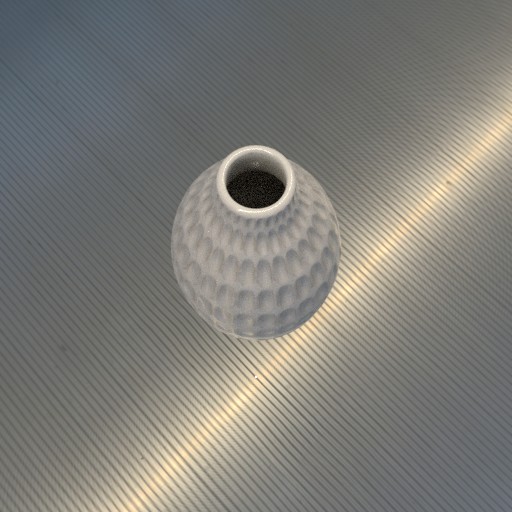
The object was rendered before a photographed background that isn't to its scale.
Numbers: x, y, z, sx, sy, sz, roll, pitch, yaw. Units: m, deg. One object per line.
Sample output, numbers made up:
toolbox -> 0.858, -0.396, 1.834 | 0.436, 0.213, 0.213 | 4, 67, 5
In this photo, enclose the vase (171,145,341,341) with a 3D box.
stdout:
vase -> 0.000, 0.000, 0.348 | 0.127, 0.282, 0.127 | 0, 75, 0
